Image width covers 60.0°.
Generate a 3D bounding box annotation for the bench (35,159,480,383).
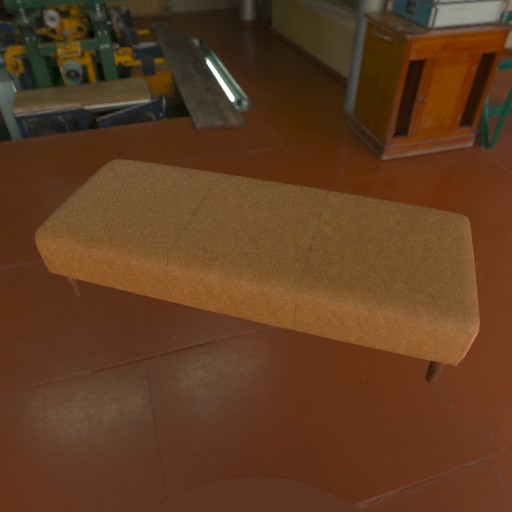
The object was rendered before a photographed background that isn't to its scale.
[{"bbox_3d":[0.000,0.000,1.833,1.610,0.399,0.653,11,43,12],"label":"bench"}]
